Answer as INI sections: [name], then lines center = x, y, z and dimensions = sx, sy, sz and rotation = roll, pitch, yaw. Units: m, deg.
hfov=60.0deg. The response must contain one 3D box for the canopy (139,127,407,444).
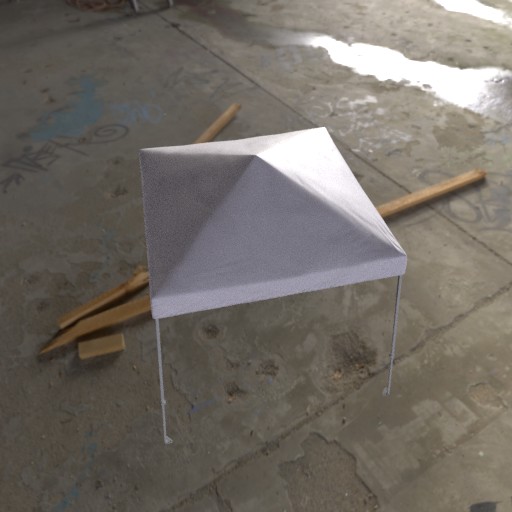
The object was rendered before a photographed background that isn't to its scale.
[canopy]
center = 0.000, 0.000, 5.360
dimensions = 2.849, 2.850, 2.850
rotation = -9, 47, -9
